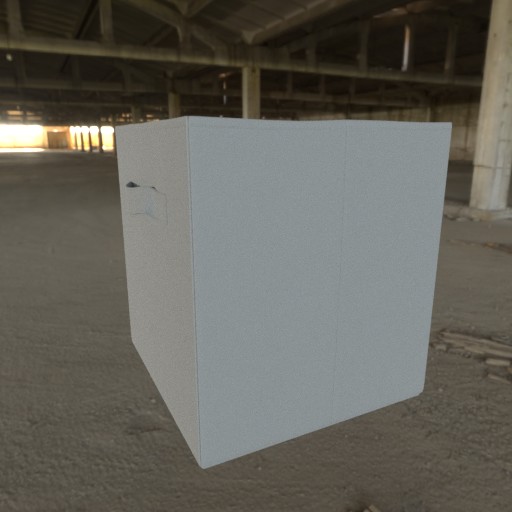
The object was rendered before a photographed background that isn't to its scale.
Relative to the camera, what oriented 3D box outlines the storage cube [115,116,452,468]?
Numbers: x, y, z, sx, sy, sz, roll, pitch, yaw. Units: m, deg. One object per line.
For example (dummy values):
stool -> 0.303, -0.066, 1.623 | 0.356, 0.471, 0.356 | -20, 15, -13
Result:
storage cube -> 0.000, 0.000, 0.491 | 0.270, 0.280, 0.270 | -7, 16, -26
